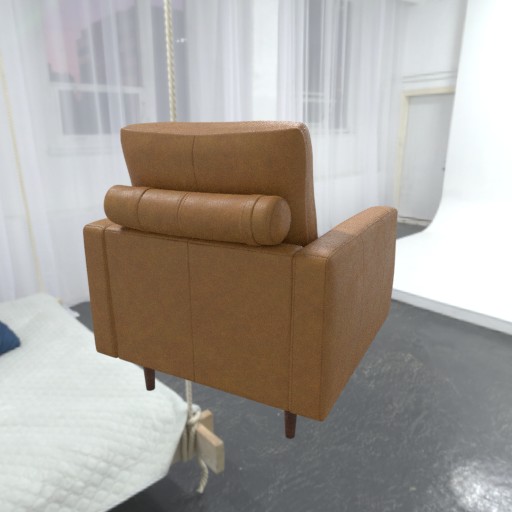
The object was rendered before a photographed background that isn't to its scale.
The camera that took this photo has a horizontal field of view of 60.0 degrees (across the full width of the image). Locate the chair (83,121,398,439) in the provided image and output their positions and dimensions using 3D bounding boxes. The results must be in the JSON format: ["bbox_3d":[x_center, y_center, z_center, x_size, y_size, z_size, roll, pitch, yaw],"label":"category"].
[{"bbox_3d":[0.000,0.000,1.555,0.831,0.896,0.868,8,18,27],"label":"chair"}]
